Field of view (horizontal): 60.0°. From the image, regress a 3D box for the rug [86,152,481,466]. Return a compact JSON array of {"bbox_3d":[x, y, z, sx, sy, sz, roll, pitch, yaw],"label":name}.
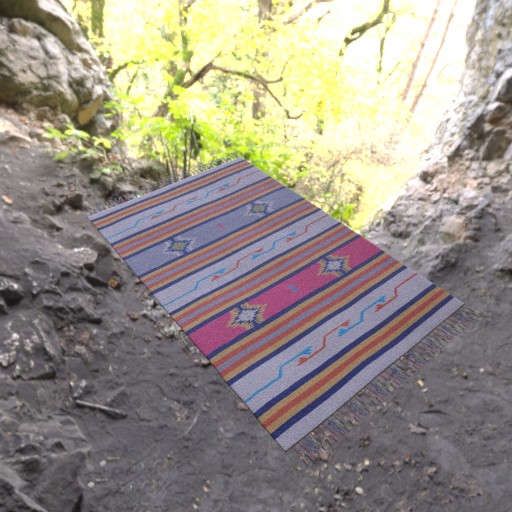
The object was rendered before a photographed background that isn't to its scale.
[{"bbox_3d":[0.000,0.000,2.243,1.084,0.013,1.849,-28,49,-28],"label":"rug"}]
